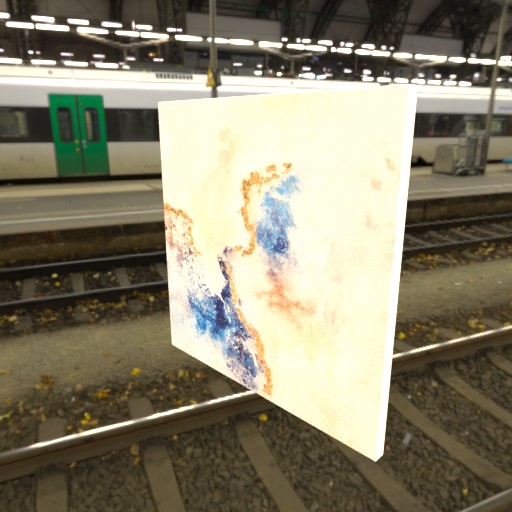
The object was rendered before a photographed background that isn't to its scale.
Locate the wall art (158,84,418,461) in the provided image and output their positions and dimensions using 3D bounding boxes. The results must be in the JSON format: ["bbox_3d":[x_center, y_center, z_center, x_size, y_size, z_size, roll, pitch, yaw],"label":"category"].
[{"bbox_3d":[0.000,0.000,1.305,0.038,0.889,0.889,-15,22,-43],"label":"wall art"}]
